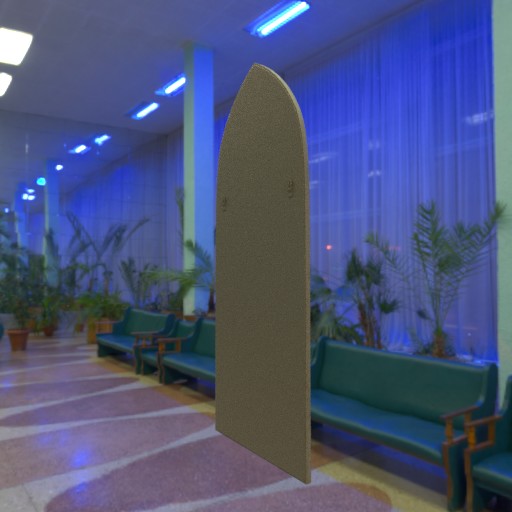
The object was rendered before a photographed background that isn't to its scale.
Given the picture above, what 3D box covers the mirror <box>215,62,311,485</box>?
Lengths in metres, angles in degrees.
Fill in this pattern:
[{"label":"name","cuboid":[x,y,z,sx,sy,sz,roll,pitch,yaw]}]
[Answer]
[{"label":"mirror","cuboid":[0.000,0.000,1.336,0.025,1.175,0.464,1,-2,-35]}]
